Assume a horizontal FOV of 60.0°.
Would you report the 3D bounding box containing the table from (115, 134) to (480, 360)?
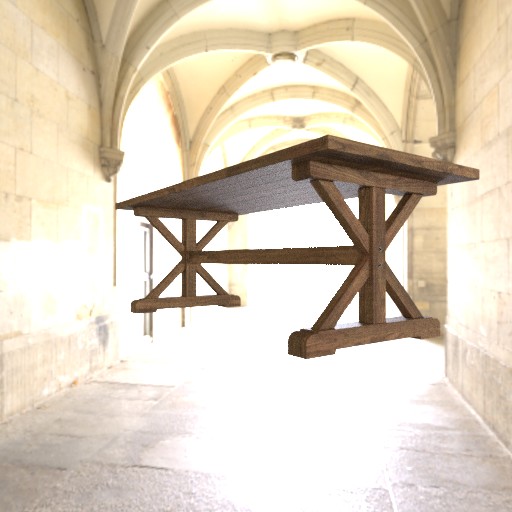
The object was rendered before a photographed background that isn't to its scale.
[{"bbox_3d":[0.000,0.000,2.460,0.907,0.733,2.031,0,-1,-36],"label":"table"}]
